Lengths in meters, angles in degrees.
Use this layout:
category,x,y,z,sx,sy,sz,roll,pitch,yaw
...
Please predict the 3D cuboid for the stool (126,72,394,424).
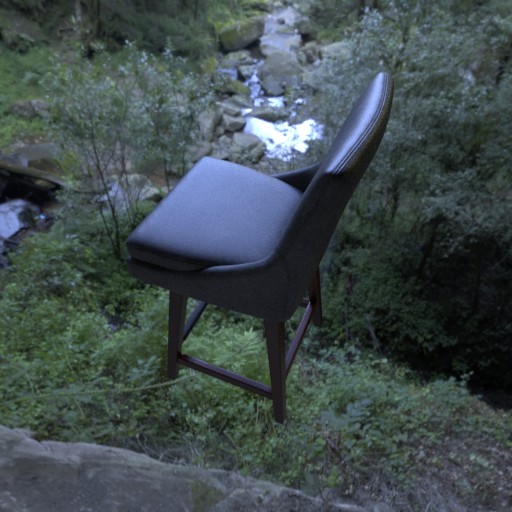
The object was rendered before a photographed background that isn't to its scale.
category,x,y,z,sx,sy,sz,roll,pitch,yaw
stool,0.000,0.000,1.358,0.587,1.046,0.492,17,48,16
